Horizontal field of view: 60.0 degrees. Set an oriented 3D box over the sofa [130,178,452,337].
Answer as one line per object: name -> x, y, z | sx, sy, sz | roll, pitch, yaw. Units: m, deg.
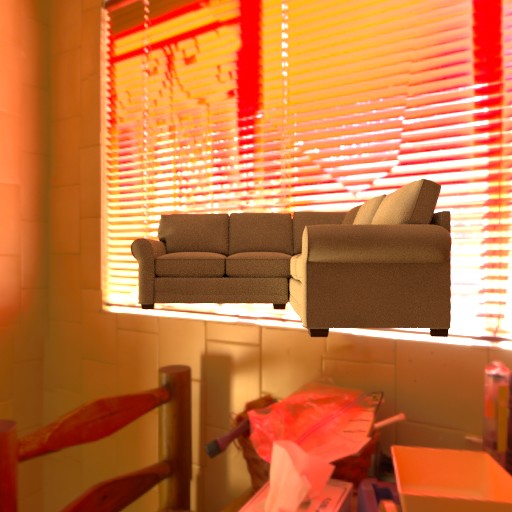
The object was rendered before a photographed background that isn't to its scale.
sofa -> 0.000, 0.000, 3.986 | 2.487, 1.053, 2.562 | 0, -1, 0
